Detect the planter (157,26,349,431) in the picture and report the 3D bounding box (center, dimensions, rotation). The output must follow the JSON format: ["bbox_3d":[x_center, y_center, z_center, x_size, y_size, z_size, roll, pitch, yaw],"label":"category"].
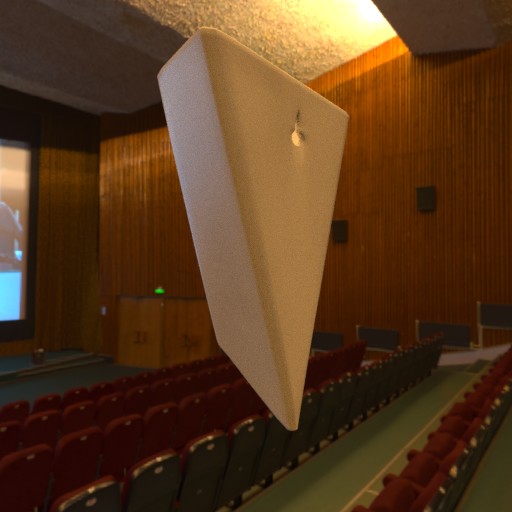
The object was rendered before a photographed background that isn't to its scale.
[{"bbox_3d":[0.000,0.000,0.266,0.060,0.197,0.150,-1,-1,36],"label":"planter"}]
